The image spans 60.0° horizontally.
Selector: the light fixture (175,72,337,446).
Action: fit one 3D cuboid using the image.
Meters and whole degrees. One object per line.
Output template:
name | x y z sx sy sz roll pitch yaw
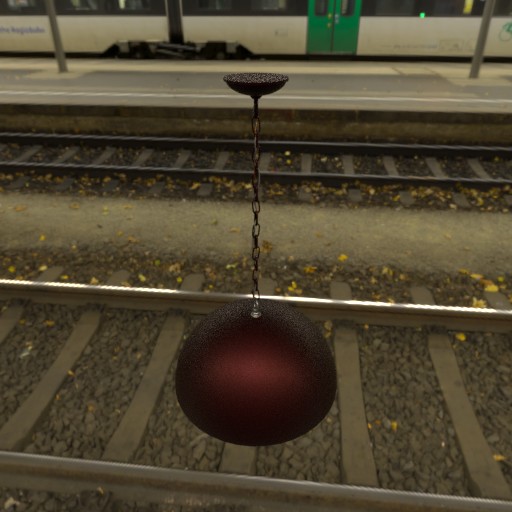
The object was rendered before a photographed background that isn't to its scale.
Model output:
light fixture | 0.000 0.000 1.151 0.492 0.869 0.492 -8 31 -13
